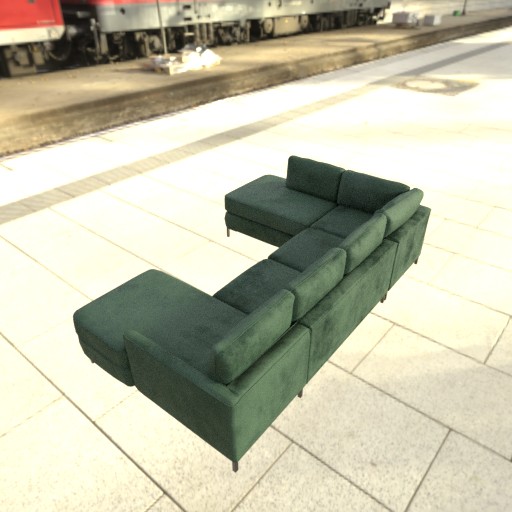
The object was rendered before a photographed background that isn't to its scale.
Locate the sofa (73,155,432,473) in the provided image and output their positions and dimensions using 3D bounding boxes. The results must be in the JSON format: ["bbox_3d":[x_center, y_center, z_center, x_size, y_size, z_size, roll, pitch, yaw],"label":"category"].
[{"bbox_3d":[0.000,0.000,3.851,1.992,0.861,2.994,23,39,31],"label":"sofa"}]
